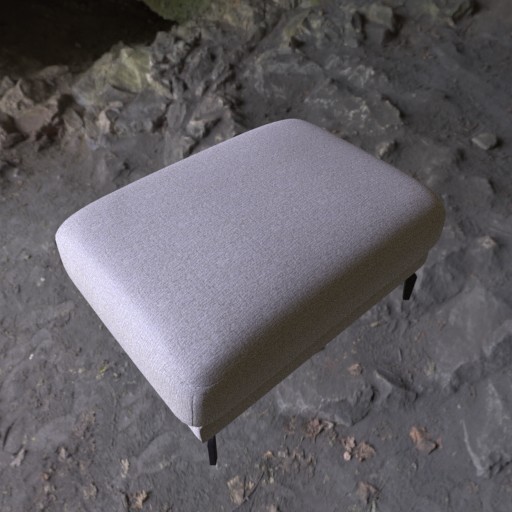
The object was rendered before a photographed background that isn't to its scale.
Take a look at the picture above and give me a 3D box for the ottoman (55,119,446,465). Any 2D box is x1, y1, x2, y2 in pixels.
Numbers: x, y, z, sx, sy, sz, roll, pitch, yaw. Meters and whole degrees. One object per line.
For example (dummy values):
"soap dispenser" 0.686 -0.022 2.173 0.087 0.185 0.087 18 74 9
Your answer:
"ottoman" 0.000 0.000 1.094 0.772 0.420 0.568 -32 54 -27
